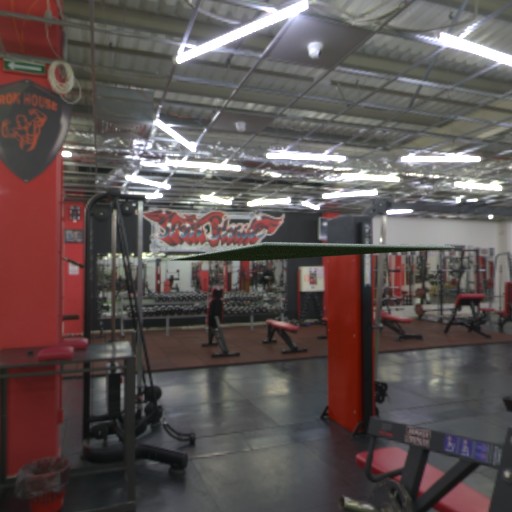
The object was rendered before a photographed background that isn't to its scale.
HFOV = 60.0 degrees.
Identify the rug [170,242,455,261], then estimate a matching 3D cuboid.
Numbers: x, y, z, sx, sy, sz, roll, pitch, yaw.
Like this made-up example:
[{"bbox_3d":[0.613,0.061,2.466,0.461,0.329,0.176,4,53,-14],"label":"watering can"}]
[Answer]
[{"bbox_3d":[0.000,0.000,2.386,0.662,0.011,2.196,1,-2,-18],"label":"rug"}]
